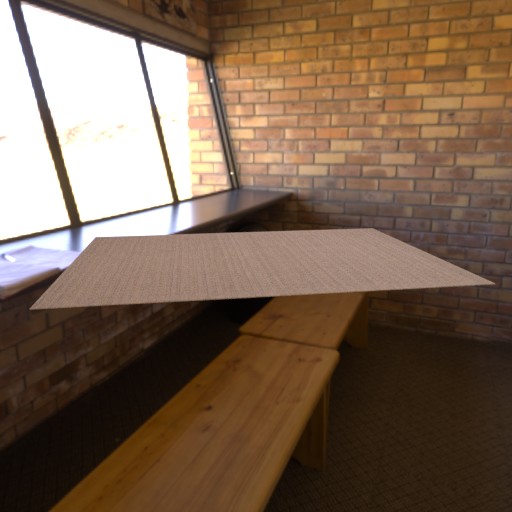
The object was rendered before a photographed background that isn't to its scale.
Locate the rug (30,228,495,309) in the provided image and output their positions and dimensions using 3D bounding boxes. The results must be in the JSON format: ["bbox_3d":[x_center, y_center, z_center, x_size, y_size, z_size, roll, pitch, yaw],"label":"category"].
[{"bbox_3d":[0.000,0.000,3.661,2.895,0.006,1.981,-2,15,-9],"label":"rug"}]
